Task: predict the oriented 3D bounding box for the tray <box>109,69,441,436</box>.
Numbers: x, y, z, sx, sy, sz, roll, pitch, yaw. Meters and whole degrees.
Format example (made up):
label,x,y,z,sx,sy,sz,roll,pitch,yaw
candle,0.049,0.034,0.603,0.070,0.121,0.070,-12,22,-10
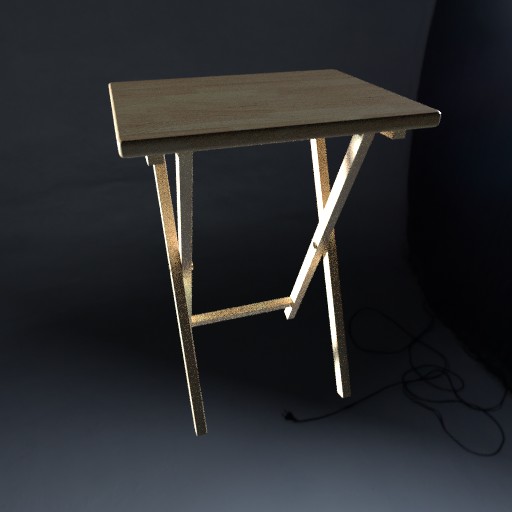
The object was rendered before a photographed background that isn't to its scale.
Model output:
label,x,y,z,sx,sy,sz,roll,pitch,yaw
tray,0.000,0.000,0.946,0.483,0.660,0.381,-10,34,-15
